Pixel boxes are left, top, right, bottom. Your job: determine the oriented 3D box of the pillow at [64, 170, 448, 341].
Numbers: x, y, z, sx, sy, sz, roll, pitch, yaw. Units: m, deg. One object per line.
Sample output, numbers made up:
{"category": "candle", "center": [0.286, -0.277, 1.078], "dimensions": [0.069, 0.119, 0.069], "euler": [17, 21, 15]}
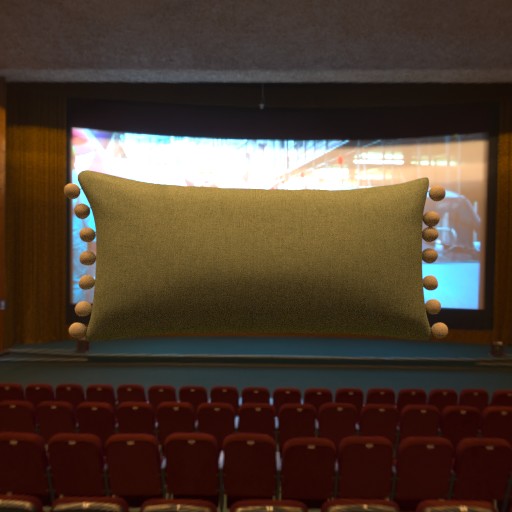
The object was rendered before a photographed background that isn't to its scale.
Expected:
{"category": "pillow", "center": [0.000, 0.000, 0.833], "dimensions": [0.709, 0.322, 0.201], "euler": [0, 0, 0]}
